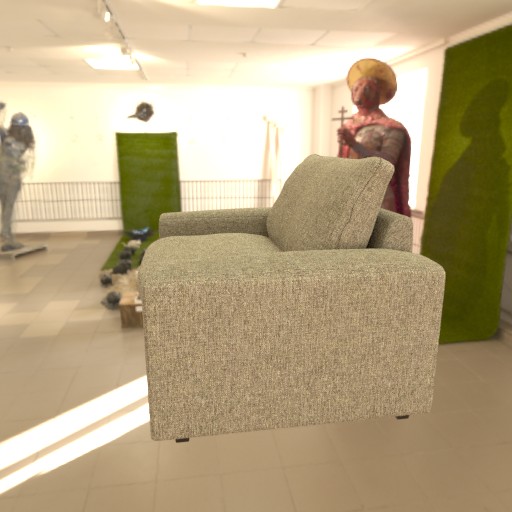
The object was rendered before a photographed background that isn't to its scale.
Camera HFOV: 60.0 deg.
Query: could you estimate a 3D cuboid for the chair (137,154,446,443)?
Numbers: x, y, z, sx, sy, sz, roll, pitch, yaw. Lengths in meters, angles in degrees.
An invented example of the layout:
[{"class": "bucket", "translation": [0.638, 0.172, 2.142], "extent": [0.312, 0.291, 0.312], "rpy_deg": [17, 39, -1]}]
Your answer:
[{"class": "chair", "translation": [0.000, 0.000, 2.055], "extent": [1.039, 0.915, 1.398], "rpy_deg": [-2, 14, -9]}]
